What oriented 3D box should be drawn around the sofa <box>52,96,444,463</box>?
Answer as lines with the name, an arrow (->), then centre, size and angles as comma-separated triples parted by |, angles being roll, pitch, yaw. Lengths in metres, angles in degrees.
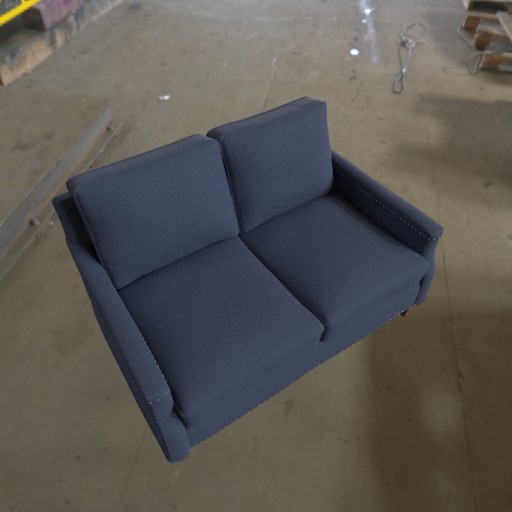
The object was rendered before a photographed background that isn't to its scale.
sofa -> 0.000, 0.000, 2.217 | 1.597, 1.003, 1.084 | -26, 52, -22
